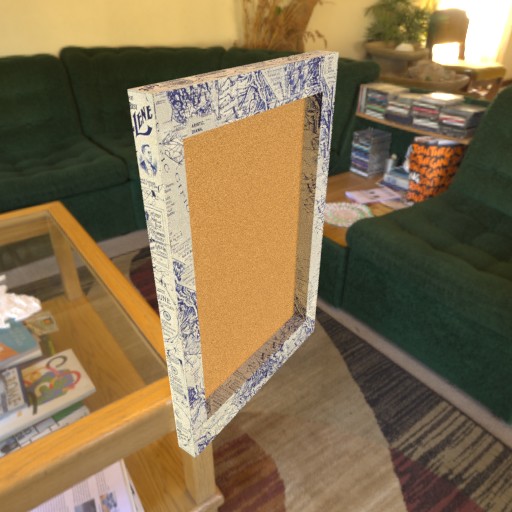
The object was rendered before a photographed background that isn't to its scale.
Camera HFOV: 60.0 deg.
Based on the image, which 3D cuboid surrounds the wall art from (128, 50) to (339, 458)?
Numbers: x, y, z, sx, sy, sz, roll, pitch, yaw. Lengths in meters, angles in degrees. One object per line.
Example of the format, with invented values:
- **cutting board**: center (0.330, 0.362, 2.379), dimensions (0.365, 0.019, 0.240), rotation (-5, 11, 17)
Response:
- **wall art**: center (0.000, 0.000, 0.756), dimensions (0.040, 0.601, 0.408), rotation (21, 37, 30)
